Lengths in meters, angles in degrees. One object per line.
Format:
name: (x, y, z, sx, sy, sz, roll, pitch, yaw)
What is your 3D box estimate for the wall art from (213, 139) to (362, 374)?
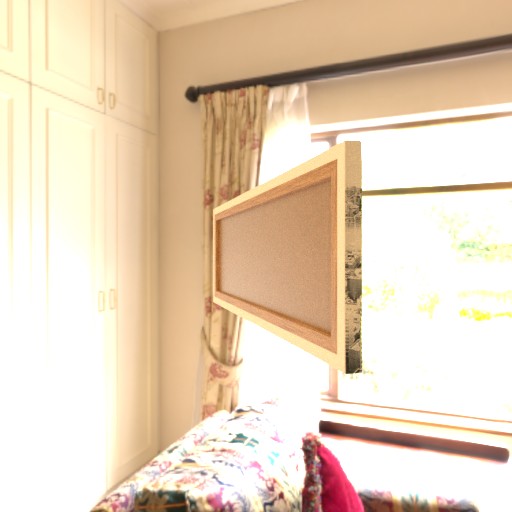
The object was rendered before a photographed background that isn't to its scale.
wall art: (0.000, 0.000, 1.692, 0.044, 0.507, 1.520, 0, 0, -16)
